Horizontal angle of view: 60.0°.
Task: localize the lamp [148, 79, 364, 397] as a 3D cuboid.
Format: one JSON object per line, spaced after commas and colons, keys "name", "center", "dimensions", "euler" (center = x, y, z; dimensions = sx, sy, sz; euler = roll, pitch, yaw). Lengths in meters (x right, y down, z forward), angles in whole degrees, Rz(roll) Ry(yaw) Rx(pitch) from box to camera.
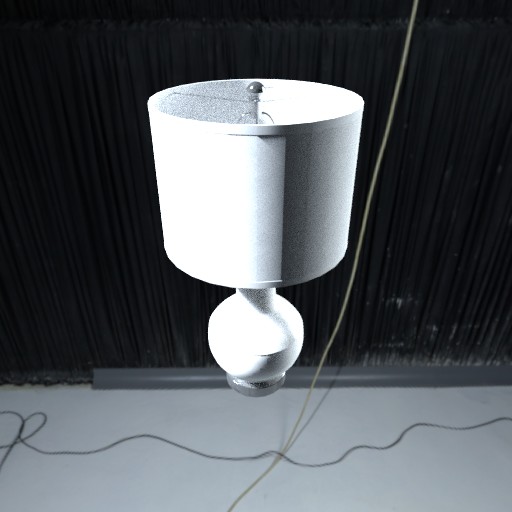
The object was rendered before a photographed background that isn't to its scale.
{"name": "lamp", "center": [0.000, 0.000, 0.905], "dimensions": [0.357, 0.673, 0.357], "euler": [0, 31, 0]}
